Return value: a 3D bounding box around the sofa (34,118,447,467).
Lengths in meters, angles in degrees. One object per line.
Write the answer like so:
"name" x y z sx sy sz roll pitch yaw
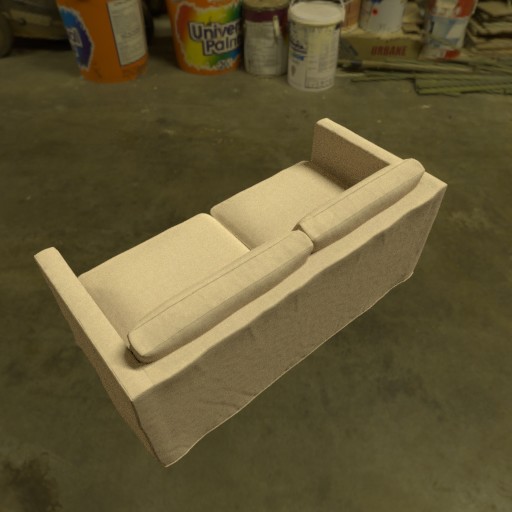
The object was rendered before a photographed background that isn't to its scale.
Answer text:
"sofa" 0.000 0.000 2.418 1.959 0.835 0.962 -31 54 -26
